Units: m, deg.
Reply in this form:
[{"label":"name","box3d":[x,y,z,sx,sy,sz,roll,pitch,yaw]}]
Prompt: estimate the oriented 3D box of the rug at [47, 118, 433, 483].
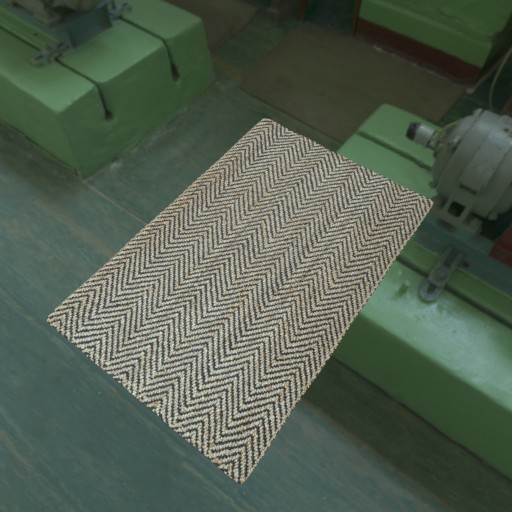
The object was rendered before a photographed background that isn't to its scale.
[{"label":"rug","box3d":[0.000,0.000,2.361,1.219,0.008,1.828,32,63,19]}]
